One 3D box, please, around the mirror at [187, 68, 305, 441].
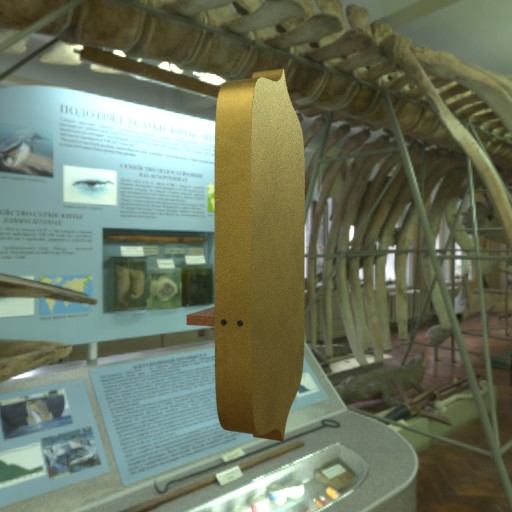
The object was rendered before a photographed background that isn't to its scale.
[{"bbox_3d":[0.000,0.000,0.744,0.096,0.613,0.323,0,1,19],"label":"mirror"}]
